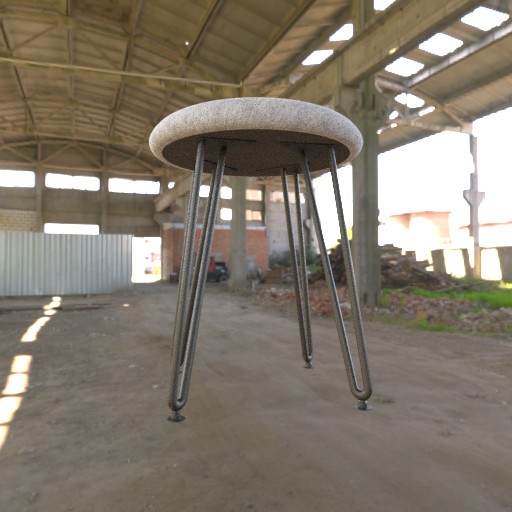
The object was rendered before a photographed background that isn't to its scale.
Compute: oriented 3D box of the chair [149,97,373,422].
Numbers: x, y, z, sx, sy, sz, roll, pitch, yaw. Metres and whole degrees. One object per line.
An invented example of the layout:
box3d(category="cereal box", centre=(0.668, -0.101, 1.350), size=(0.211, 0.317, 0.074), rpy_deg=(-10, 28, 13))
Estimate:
box3d(category="chair", centre=(0.000, 0.000, 0.653), size=(0.350, 0.386, 0.350), rpy_deg=(-1, -2, 35))
